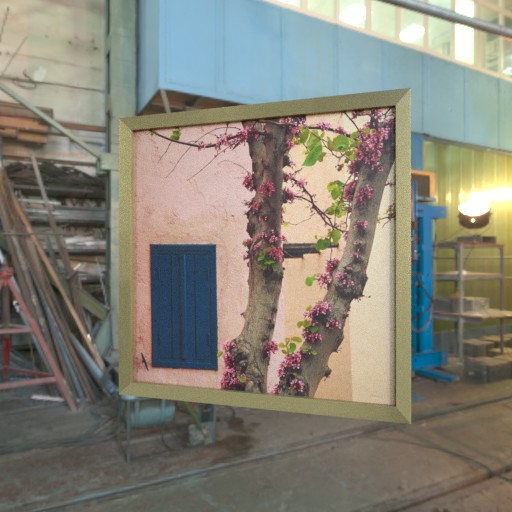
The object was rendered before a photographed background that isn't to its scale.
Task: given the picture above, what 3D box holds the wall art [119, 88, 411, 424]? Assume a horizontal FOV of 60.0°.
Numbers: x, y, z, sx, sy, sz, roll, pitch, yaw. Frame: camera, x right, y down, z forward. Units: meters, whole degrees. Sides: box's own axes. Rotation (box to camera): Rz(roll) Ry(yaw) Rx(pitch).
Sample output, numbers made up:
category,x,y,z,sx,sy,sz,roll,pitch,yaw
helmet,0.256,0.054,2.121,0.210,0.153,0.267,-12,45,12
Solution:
category,x,y,z,sx,sy,sz,roll,pitch,yaw
wall art,0.000,0.000,0.463,0.304,0.305,0.038,0,0,17
